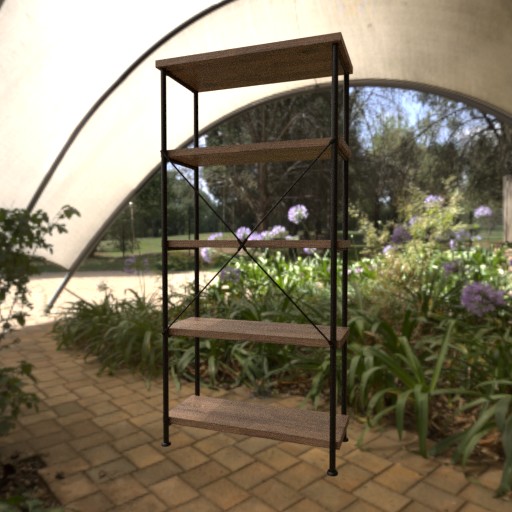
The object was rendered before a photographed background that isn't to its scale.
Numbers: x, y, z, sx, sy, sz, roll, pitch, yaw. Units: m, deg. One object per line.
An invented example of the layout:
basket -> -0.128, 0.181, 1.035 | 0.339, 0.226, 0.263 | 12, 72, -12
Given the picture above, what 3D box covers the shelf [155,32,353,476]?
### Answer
shelf -> 0.000, 0.000, 1.990 | 0.800, 1.700, 0.360 | 1, 2, 19
